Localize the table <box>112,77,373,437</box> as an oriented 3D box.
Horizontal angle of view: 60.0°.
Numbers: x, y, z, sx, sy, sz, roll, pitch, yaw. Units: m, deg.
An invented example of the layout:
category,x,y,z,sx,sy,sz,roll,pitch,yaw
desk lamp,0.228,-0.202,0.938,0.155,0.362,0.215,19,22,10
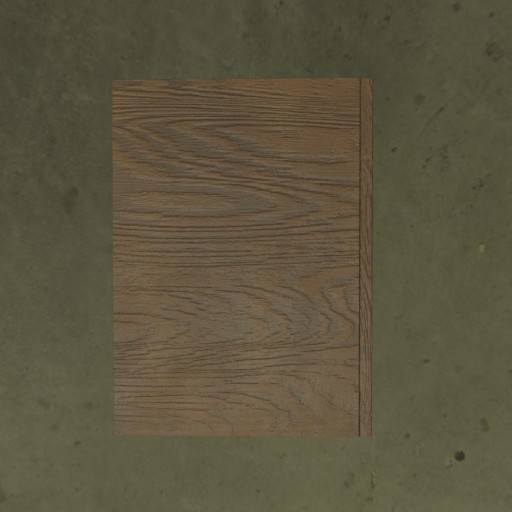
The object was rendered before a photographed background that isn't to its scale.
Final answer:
category,x,y,z,sx,sy,sz,roll,pitch,yaw
table,0.000,0.000,0.984,0.439,0.585,0.560,0,91,1
